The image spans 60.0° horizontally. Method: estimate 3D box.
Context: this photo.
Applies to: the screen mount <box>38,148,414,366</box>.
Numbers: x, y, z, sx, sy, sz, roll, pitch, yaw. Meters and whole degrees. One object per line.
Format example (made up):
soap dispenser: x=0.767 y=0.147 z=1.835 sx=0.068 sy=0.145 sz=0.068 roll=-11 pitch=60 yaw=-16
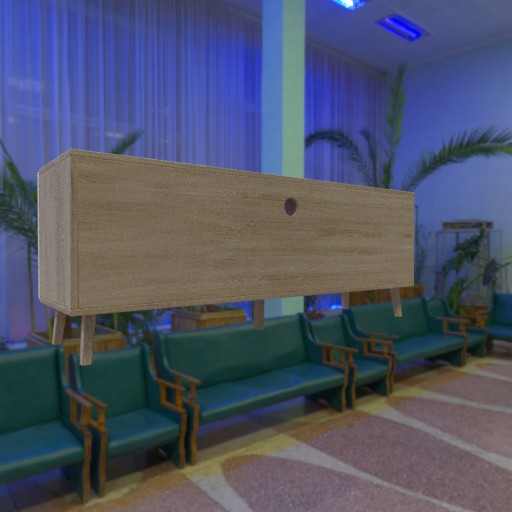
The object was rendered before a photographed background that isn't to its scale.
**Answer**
screen mount: x=0.000 y=0.000 z=1.751 sx=1.500 sy=0.570 sz=0.420 roll=-1 pitch=1 yaw=-37
